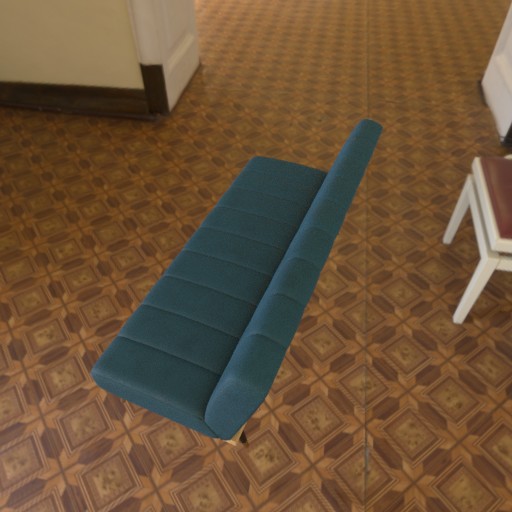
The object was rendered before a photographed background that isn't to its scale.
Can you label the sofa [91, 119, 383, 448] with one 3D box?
[{"bbox_3d":[0.000,0.000,2.347,0.830,0.825,1.810,17,48,16],"label":"sofa"}]
